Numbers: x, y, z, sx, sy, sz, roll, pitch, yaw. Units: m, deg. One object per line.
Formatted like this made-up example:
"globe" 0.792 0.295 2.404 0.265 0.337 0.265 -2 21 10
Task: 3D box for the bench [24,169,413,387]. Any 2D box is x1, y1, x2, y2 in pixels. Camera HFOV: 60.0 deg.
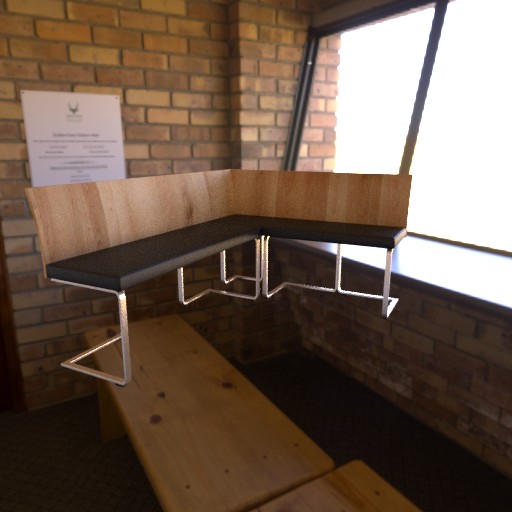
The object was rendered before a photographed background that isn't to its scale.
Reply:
"bench" 0.000 0.000 2.739 1.495 0.930 1.945 7 16 26
